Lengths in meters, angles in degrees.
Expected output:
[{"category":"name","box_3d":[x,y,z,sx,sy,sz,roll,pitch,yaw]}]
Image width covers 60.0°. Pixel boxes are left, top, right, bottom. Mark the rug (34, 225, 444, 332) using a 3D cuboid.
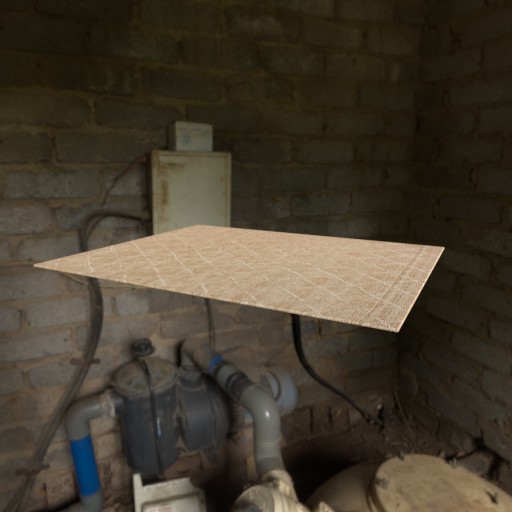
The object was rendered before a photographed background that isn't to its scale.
[{"category":"rug","box_3d":[0.000,0.000,4.147,3.039,0.019,2.420,7,15,27]}]
